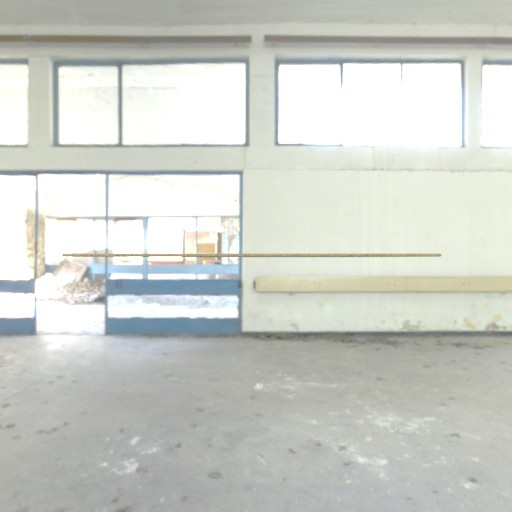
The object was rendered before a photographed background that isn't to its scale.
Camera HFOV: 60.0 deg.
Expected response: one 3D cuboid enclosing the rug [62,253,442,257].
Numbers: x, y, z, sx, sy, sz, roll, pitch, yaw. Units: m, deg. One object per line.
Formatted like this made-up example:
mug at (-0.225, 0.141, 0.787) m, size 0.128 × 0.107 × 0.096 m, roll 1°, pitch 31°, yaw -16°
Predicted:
rug at (0.000, 0.000, 2.345) m, size 1.240 × 0.010 × 1.824 m, roll 0°, pitch 0°, yaw 1°
